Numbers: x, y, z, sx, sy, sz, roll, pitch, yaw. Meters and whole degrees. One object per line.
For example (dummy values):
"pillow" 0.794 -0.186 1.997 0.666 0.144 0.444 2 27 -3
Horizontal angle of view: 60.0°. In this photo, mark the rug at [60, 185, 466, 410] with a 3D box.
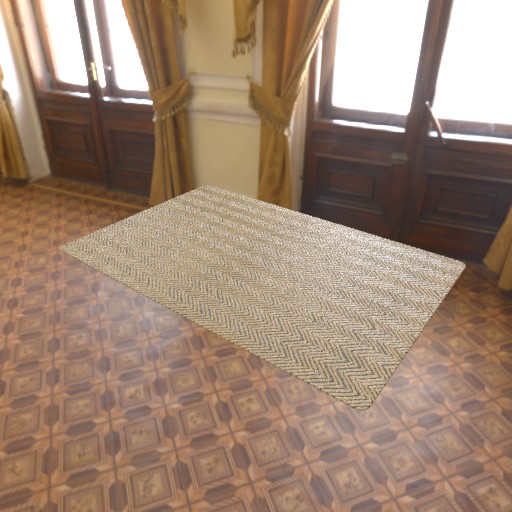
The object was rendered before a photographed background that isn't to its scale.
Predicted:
"rug" 0.000 0.000 2.252 1.752 0.008 1.144 21 37 32
